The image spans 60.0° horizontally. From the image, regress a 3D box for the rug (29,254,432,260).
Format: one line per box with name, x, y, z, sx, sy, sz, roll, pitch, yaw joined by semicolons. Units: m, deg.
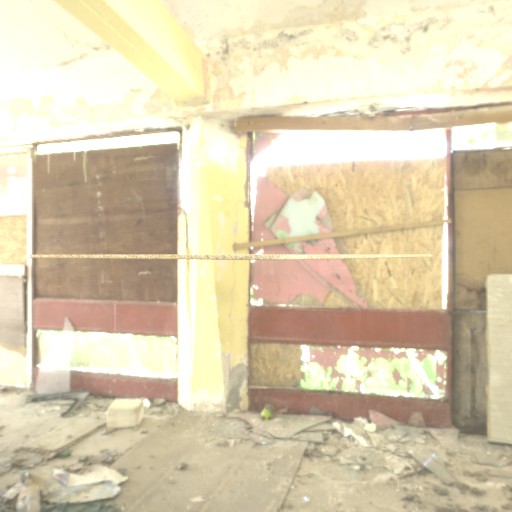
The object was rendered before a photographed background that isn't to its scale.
rug;0.000;0.000;4.083;2.401;0.025;3.001;0;0;35
